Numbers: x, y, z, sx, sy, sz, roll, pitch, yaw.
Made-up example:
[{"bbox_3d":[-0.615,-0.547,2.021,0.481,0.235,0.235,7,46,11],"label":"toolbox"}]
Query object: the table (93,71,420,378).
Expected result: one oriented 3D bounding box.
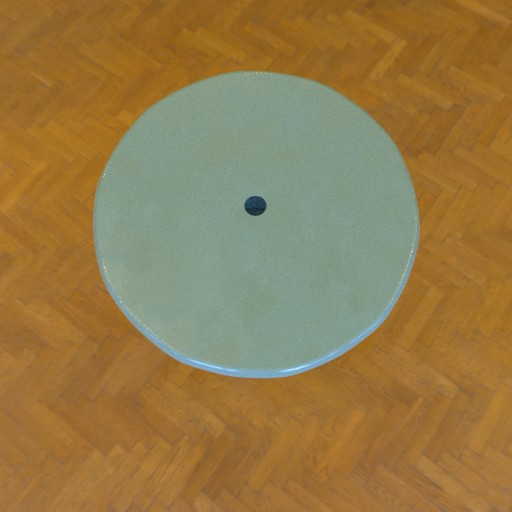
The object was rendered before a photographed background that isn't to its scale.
[{"bbox_3d":[0.000,0.000,0.651,0.352,0.387,0.352,0,74,0],"label":"table"}]
